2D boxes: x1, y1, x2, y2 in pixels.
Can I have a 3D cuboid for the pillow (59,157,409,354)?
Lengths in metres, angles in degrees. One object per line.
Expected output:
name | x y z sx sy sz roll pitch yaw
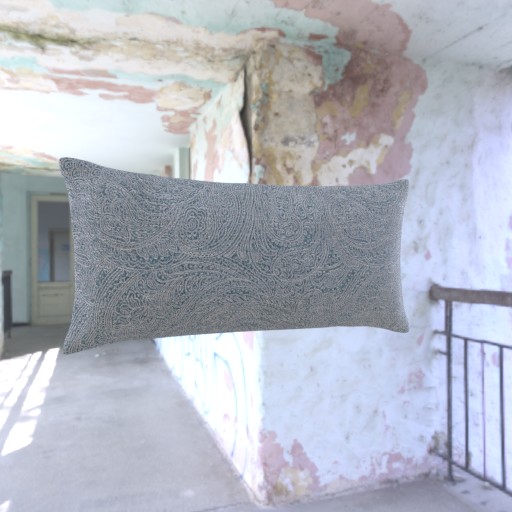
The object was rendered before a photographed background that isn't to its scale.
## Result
pillow | 0.000 0.000 0.755 0.615 0.295 0.151 0 1 -18
